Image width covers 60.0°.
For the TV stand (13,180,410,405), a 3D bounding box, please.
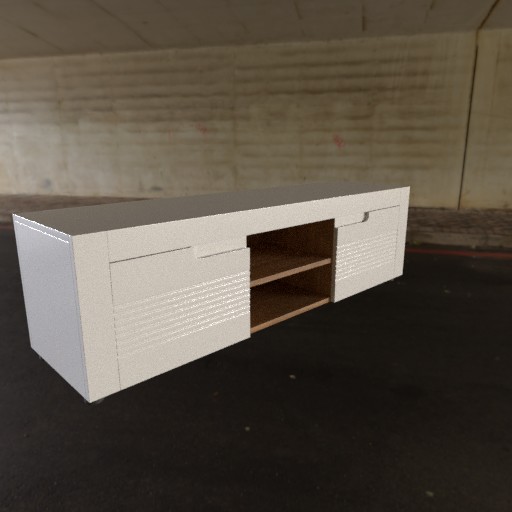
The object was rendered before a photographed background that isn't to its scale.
[{"bbox_3d":[0.000,0.000,1.658,1.500,0.440,0.410,-14,20,-42],"label":"TV stand"}]
